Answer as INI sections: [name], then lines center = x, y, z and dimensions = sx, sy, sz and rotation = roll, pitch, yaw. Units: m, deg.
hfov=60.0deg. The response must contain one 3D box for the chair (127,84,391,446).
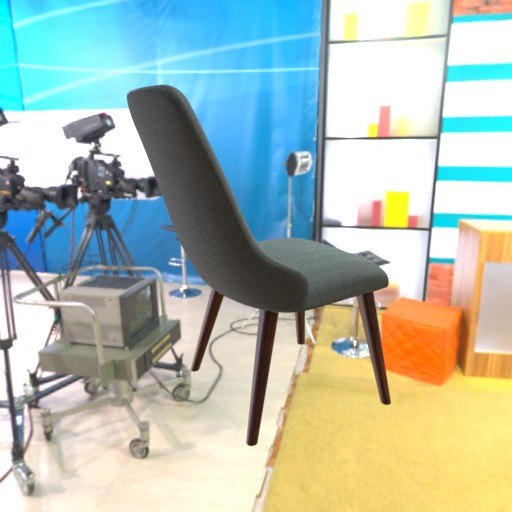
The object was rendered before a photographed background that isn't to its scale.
[chair]
center = 0.000, 0.000, 1.355
dimensions = 0.707, 0.918, 0.535
rotation = -7, 15, -25
